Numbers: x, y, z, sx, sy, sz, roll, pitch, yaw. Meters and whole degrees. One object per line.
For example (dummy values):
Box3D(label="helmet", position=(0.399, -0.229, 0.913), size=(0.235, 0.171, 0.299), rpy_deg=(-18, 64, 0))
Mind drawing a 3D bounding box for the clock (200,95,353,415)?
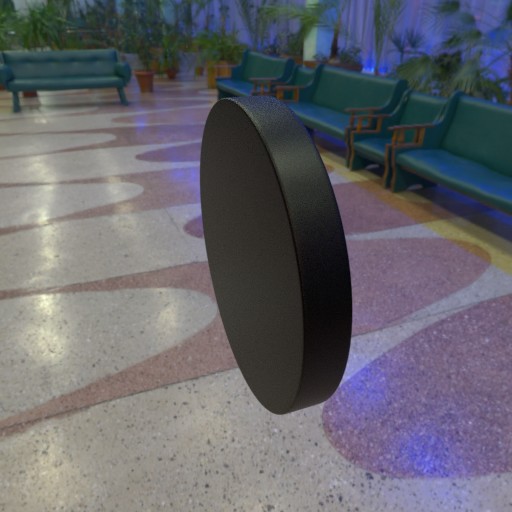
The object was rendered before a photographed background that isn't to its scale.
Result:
Box3D(label="clock", position=(0.000, 0.000, 0.462), size=(0.040, 0.314, 0.314), rpy_deg=(-10, 32, -17))
